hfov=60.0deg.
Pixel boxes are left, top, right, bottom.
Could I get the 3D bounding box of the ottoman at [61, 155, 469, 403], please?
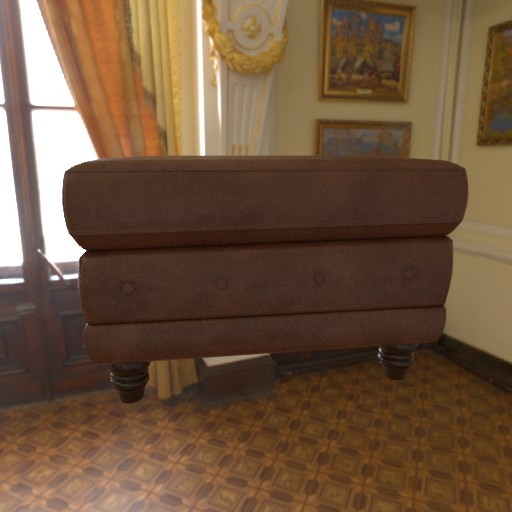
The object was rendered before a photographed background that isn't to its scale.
[{"bbox_3d":[0.000,0.000,1.152,0.795,0.509,0.588,-2,13,-9],"label":"ottoman"}]
